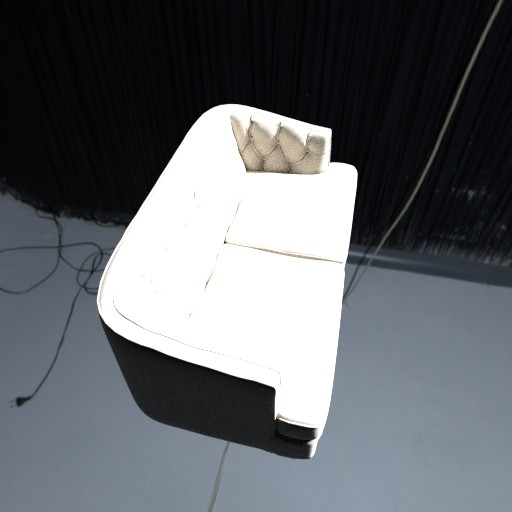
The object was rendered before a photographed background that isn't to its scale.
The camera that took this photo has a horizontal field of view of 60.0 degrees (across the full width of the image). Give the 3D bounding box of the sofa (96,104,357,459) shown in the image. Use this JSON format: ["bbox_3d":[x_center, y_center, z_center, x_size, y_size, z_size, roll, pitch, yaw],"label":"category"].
[{"bbox_3d":[0.000,0.000,2.317,0.940,0.878,1.731,10,47,9],"label":"sofa"}]
